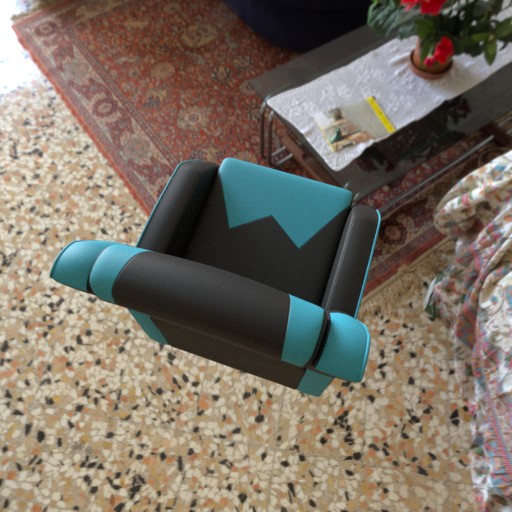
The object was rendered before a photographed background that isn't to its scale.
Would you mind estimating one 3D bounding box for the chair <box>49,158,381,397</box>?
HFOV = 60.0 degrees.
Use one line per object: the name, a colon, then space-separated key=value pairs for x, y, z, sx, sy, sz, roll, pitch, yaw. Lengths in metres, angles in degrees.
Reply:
chair: x=0.000 y=0.000 z=1.252 sx=0.620 sy=0.805 sz=0.672 roll=17 pitch=65 yaw=8
